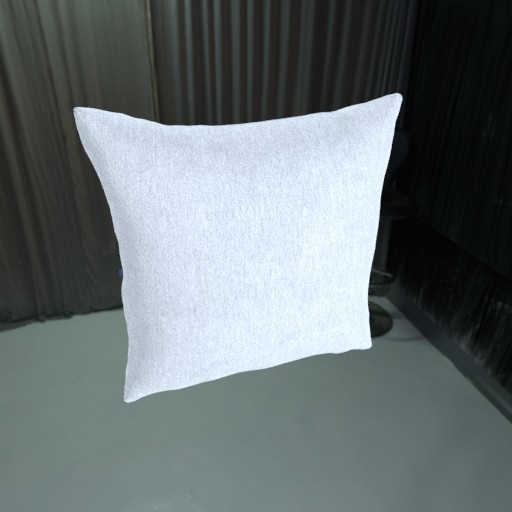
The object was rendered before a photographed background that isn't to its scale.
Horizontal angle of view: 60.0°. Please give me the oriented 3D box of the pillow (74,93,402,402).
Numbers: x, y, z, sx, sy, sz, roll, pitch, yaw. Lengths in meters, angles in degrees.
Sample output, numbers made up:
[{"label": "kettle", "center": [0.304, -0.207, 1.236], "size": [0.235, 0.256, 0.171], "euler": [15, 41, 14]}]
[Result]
[{"label": "pillow", "center": [0.000, 0.000, 0.653], "size": [0.433, 0.436, 0.173], "euler": [-8, 28, -16]}]
